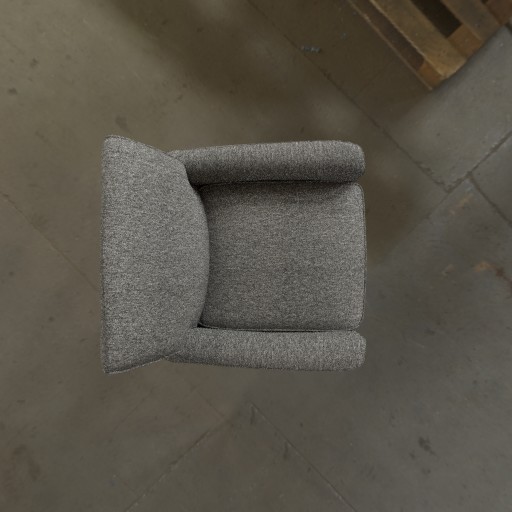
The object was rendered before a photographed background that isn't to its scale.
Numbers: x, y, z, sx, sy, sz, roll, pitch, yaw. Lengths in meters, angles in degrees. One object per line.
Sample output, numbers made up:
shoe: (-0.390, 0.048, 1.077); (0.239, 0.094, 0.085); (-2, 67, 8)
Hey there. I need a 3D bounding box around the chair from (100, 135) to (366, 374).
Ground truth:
chair: (0.000, 0.000, 1.697); (0.864, 1.014, 0.848); (0, 89, 2)
